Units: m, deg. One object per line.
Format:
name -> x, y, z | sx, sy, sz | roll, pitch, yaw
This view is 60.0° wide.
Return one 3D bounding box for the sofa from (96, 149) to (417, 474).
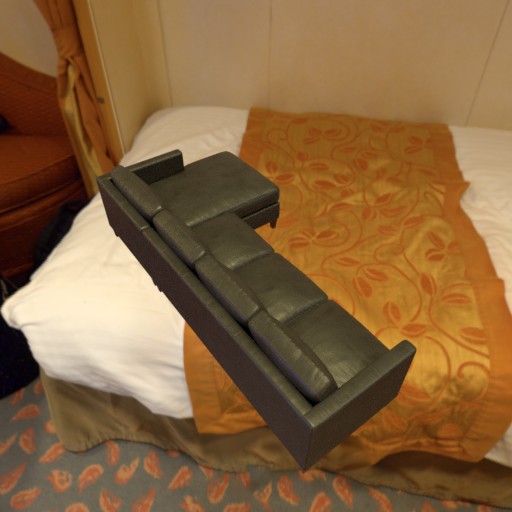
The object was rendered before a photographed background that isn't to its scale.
sofa -> 0.000, 0.000, 3.983 | 1.581, 0.883, 3.203 | -27, 50, -26
